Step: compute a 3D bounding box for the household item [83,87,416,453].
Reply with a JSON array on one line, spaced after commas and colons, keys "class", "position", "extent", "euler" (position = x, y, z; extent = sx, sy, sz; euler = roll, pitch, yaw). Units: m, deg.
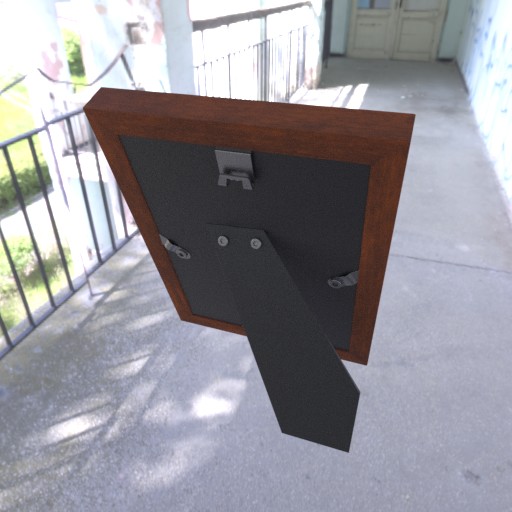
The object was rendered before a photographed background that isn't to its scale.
[{"class": "household item", "position": [0.000, 0.000, 0.284], "extent": [0.160, 0.204, 0.096], "euler": [11, 34, 16]}]
